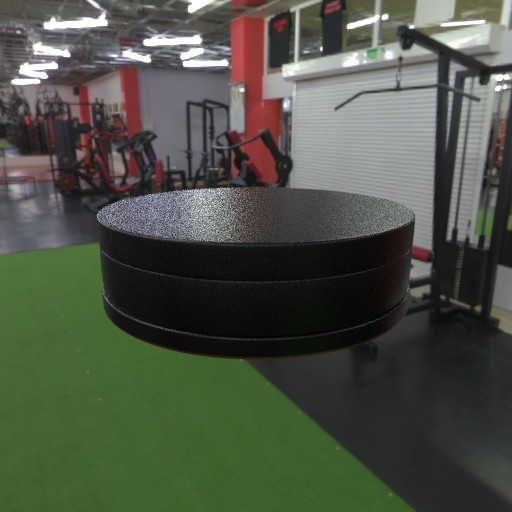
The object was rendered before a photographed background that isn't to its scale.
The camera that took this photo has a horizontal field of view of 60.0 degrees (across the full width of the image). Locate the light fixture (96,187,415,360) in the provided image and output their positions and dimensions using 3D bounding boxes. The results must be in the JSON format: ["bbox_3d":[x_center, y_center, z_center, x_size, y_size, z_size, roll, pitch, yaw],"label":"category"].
[{"bbox_3d":[0.000,0.000,0.425,0.283,0.097,0.283,0,16,0],"label":"light fixture"}]
